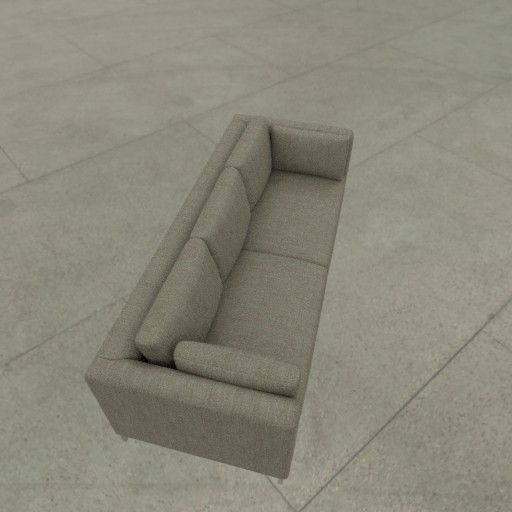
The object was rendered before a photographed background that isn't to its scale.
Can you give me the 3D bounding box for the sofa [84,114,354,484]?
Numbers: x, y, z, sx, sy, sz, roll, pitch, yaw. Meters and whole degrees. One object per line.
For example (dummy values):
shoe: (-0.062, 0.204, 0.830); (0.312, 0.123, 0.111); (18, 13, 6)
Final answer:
sofa: (0.000, 0.000, 2.916); (0.969, 0.867, 2.415); (11, 47, 10)
